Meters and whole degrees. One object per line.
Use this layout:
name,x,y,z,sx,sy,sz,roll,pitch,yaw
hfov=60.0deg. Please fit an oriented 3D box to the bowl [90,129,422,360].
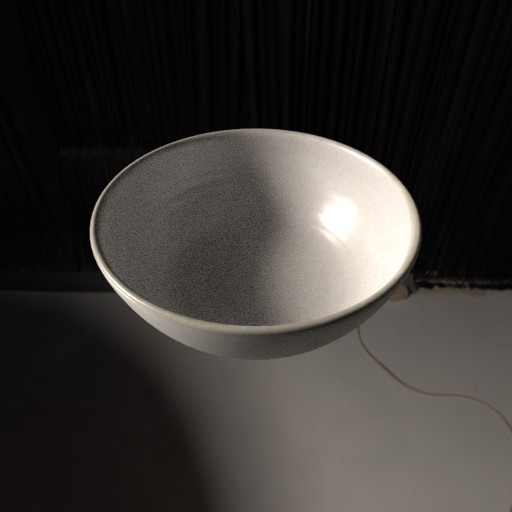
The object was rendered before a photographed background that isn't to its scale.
bowl,0.000,0.000,0.410,0.268,0.121,0.268,0,43,0
